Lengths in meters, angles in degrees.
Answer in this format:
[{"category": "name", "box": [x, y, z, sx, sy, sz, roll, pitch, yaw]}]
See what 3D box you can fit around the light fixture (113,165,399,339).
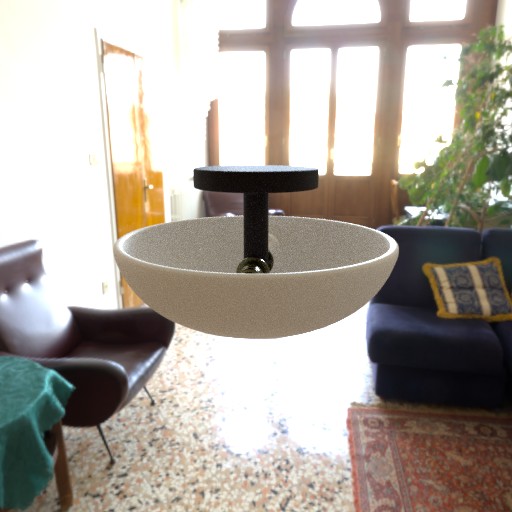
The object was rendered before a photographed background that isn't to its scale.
[{"category": "light fixture", "box": [0.000, 0.000, 0.543, 0.331, 0.212, 0.331, 0, 14, 0]}]
